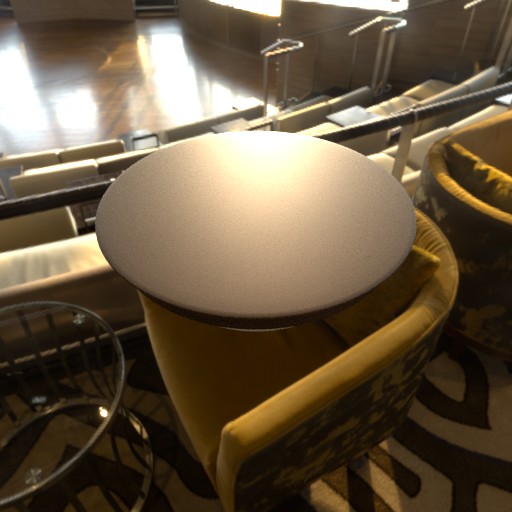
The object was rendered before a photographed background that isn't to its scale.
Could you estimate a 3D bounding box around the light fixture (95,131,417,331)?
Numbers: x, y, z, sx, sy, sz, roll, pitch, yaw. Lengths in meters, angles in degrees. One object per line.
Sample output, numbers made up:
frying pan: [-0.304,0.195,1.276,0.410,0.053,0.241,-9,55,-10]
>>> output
light fixture: [0.000,0.000,0.443,0.280,0.135,0.280,0,41,0]
